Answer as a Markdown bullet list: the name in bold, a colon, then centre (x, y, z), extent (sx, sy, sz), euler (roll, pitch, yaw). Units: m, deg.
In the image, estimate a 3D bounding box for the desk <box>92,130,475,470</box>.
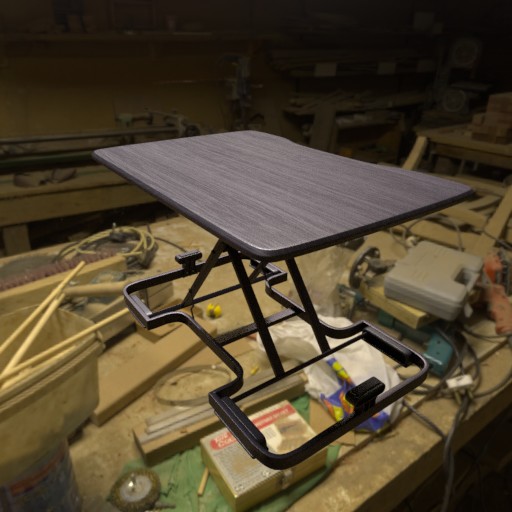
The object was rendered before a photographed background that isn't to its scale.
- **desk**: centre (0.000, 0.000, 1.144), extent (0.546, 0.470, 0.820), euler (-17, 31, -31)
